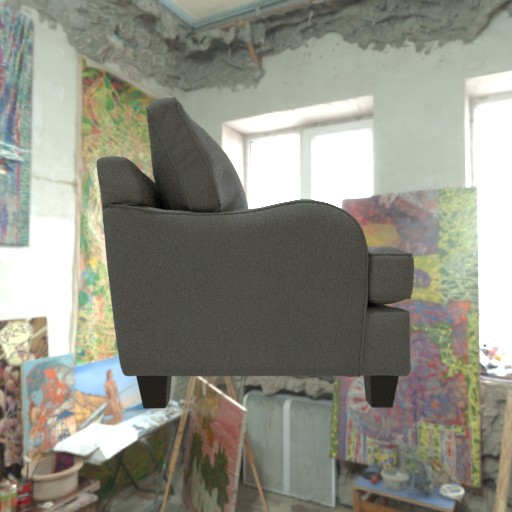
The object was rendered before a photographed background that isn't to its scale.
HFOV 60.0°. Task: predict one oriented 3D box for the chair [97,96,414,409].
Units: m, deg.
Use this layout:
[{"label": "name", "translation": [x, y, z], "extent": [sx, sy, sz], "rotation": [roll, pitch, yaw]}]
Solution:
[{"label": "chair", "translation": [0.000, 0.000, 1.999], "extent": [1.041, 1.016, 1.220], "rotation": [0, -1, -1]}]
